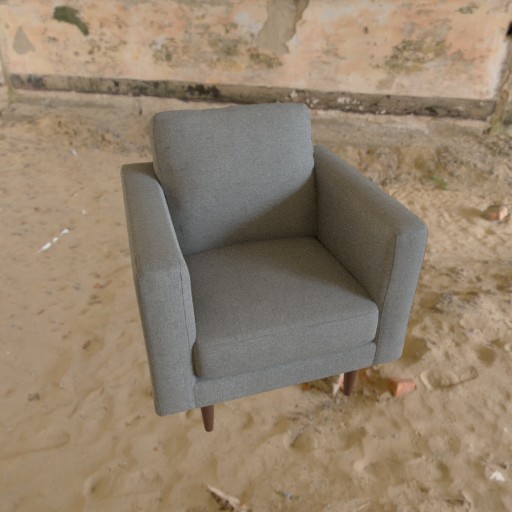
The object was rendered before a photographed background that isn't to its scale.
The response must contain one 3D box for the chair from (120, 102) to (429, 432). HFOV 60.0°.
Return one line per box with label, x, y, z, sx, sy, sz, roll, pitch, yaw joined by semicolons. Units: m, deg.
chair;0.000;0.000;1.592;0.855;0.927;0.800;-9;33;-14
